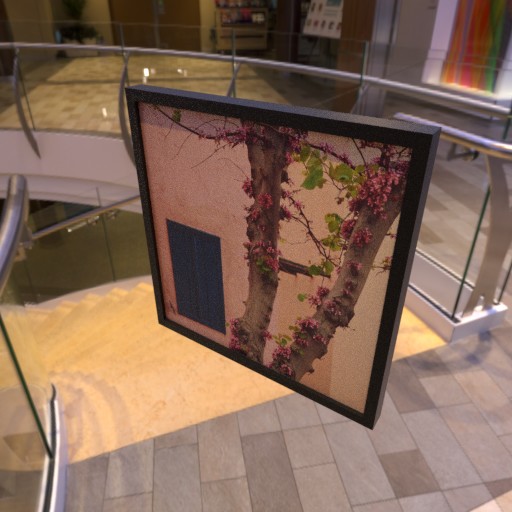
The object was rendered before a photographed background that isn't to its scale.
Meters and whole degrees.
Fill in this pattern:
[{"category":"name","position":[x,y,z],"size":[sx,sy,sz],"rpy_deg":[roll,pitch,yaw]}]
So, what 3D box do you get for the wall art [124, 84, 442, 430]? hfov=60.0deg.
[{"category":"wall art","position":[0.000,0.000,0.765],"size":[0.508,0.508,0.038],"rpy_deg":[19,36,29]}]
